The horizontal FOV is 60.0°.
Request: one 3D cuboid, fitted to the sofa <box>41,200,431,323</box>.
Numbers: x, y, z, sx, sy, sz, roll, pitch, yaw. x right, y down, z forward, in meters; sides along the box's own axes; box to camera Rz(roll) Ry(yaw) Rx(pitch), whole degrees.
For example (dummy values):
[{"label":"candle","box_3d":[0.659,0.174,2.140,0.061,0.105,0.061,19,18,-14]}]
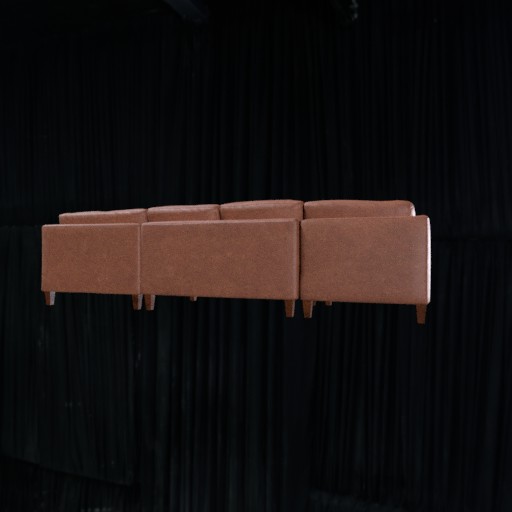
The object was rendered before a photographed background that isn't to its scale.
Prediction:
[{"label":"sofa","box_3d":[0.000,0.000,4.810,3.460,0.923,2.593,0,0,20]}]
